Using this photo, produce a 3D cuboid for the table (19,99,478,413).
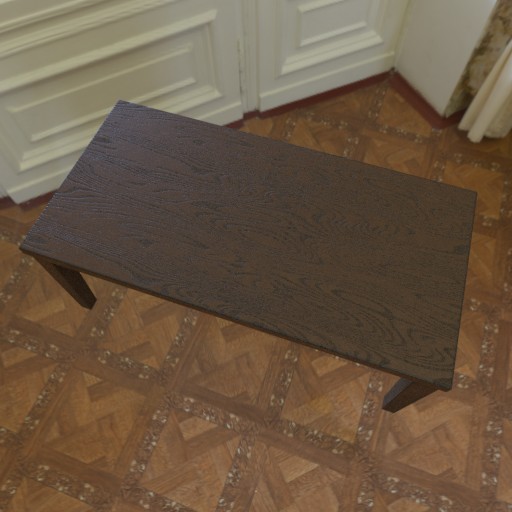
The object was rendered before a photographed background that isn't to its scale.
[{"bbox_3d":[0.000,0.000,2.460,1.981,0.762,1.016,17,63,9],"label":"table"}]
